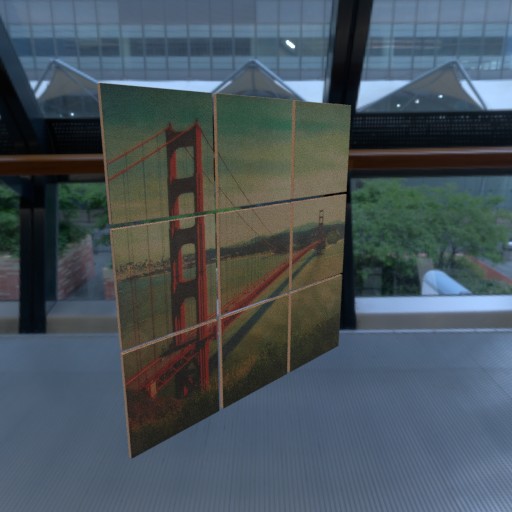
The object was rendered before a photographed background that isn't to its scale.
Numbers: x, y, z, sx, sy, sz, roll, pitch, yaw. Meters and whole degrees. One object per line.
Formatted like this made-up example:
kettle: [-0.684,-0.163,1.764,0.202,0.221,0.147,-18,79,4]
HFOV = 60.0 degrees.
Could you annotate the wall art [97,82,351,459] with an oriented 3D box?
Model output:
wall art: [0.000,0.000,1.343,0.917,0.910,0.012,-14,20,-43]
